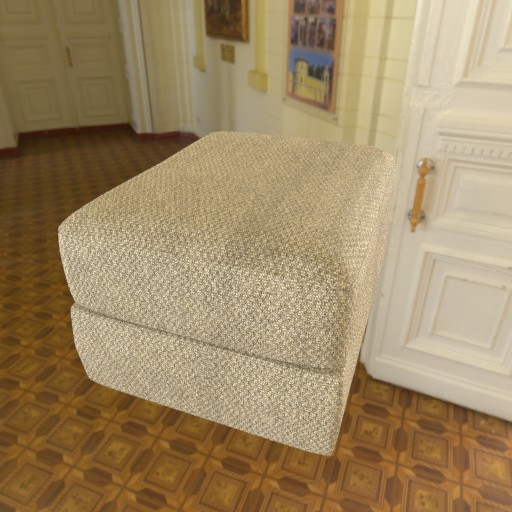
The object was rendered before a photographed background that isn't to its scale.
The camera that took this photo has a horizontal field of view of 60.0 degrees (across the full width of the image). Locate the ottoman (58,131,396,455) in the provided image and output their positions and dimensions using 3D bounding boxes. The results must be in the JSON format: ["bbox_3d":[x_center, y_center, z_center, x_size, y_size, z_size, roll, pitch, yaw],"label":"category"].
[{"bbox_3d":[0.000,0.000,1.141,0.603,0.476,0.751,11,32,18],"label":"ottoman"}]
